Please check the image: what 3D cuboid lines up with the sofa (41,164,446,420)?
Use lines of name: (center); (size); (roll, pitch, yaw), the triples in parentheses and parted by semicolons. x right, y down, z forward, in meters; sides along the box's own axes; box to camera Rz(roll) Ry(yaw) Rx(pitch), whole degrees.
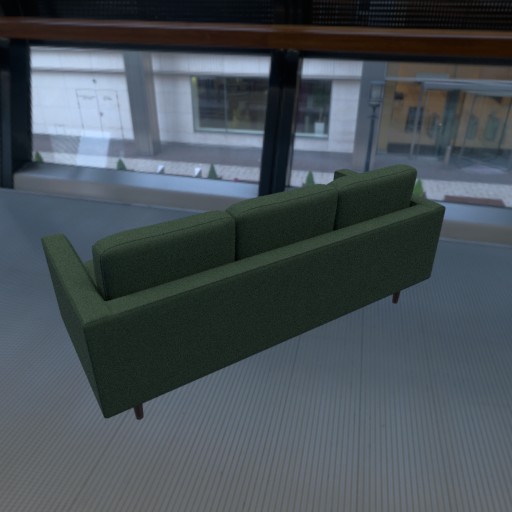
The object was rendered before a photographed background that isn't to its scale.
sofa: (0.000, 0.000, 2.486); (2.029, 0.899, 0.879); (-17, 34, -28)
